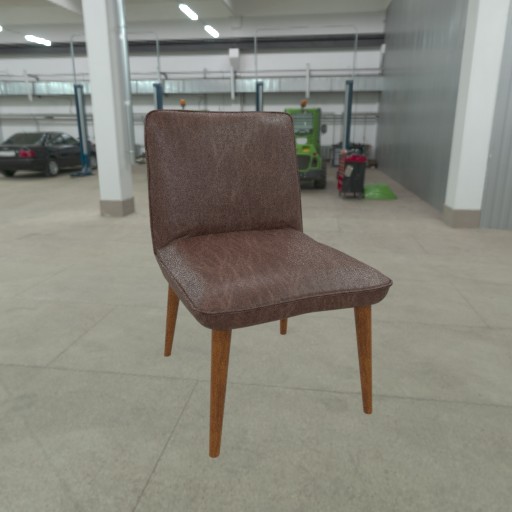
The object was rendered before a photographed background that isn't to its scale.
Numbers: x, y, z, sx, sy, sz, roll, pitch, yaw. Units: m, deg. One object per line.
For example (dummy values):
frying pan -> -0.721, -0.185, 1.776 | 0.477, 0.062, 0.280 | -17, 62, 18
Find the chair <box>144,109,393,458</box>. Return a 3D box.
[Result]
chair -> 0.000, 0.000, 1.256 | 0.543, 0.803, 0.645 | -8, 18, -26
